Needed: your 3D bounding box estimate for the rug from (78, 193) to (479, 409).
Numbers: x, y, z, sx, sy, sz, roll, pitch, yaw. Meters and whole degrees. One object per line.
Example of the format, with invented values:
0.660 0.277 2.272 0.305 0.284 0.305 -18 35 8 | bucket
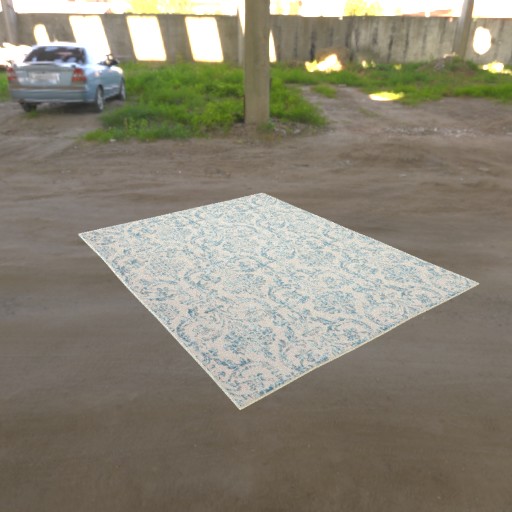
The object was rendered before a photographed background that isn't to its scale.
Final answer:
0.000 0.000 4.094 2.363 0.012 2.980 -17 31 -32 | rug
